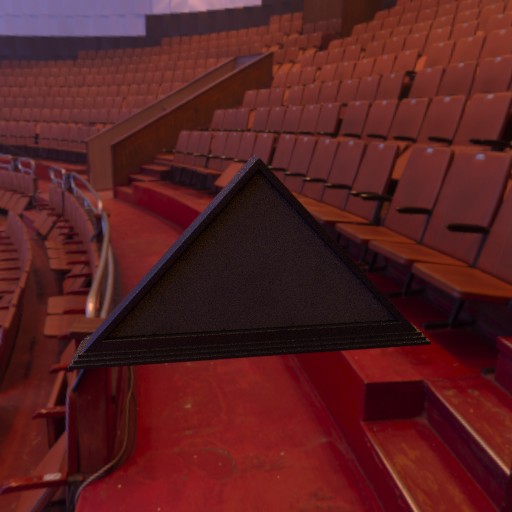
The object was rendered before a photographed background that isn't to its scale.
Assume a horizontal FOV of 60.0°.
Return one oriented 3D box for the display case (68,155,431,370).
[{"bbox_3d":[0.000,0.000,0.775,0.640,0.340,0.095,-2,16,-8],"label":"display case"}]
